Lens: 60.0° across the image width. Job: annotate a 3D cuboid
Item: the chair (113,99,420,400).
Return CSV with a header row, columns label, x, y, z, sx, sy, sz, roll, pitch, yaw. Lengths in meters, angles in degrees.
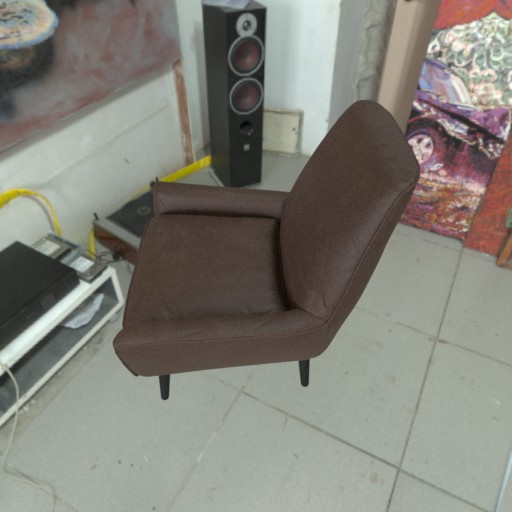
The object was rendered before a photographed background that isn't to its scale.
label,x,y,z,sx,sy,sz,roll,pitch,yaw
chair,0.000,0.000,1.486,0.824,0.888,0.787,-1,43,-1
